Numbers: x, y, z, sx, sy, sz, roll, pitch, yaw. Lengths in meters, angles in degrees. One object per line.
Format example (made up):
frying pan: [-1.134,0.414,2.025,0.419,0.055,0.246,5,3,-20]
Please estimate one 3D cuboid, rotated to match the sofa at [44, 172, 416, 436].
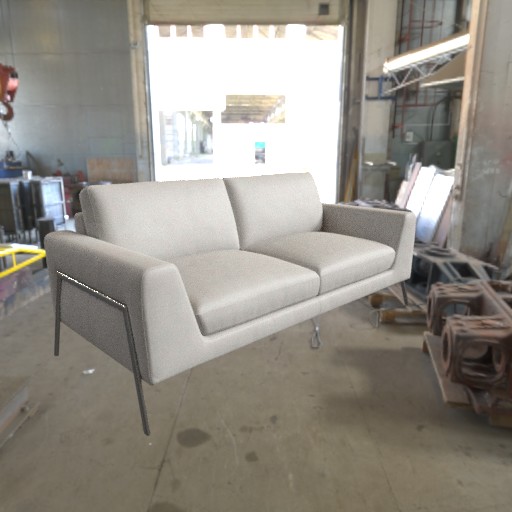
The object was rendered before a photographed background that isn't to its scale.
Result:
sofa: [0.000,0.000,2.550,2.017,0.875,0.953,-13,19,-42]
